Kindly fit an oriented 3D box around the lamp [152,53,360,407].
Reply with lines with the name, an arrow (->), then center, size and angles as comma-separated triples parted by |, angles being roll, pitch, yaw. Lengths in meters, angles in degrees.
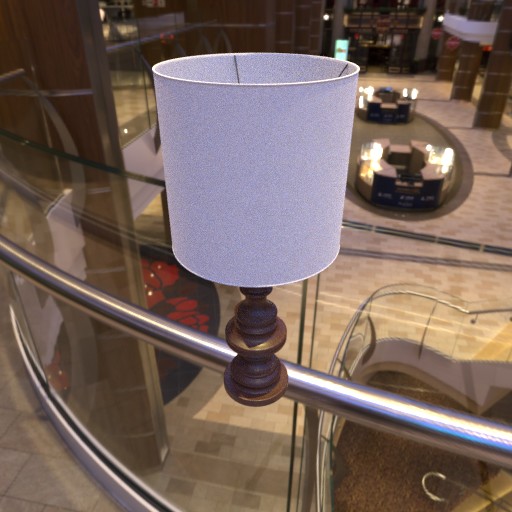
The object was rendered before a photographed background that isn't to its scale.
lamp -> 0.000, 0.000, 0.572 | 0.208, 0.455, 0.208 | -20, 36, -29
